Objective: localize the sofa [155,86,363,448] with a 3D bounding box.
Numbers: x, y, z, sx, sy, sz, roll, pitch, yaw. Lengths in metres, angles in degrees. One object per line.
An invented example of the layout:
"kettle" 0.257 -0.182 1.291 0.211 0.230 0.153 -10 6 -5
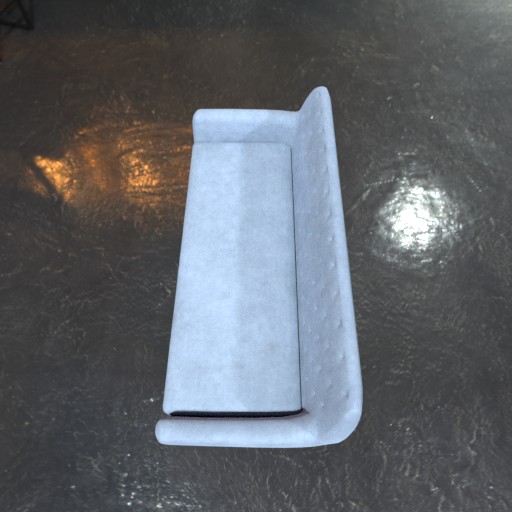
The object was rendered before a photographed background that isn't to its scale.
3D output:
"sofa" 0.000 0.000 2.429 0.830 0.830 1.970 1 59 0
